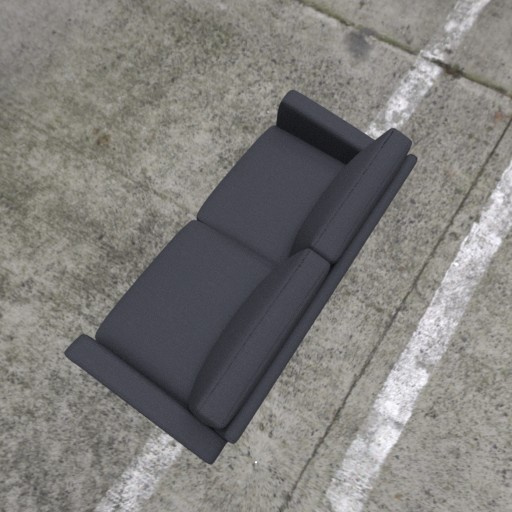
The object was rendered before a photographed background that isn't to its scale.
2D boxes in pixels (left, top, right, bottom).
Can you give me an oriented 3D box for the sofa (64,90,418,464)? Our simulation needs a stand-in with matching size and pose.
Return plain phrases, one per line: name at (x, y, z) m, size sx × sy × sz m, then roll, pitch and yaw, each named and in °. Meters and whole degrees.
sofa at (0.000, 0.000, 2.310) m, size 0.898 × 0.839 × 1.852 m, roll 32°, pitch 69°, yaw 14°
